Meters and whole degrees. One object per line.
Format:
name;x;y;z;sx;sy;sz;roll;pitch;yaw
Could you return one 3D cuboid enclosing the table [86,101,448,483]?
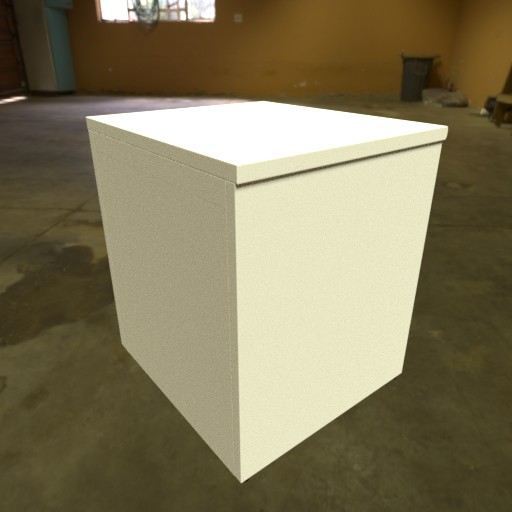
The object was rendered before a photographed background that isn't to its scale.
table;0.000;0.000;0.782;0.380;0.460;0.420;-19;31;-34
